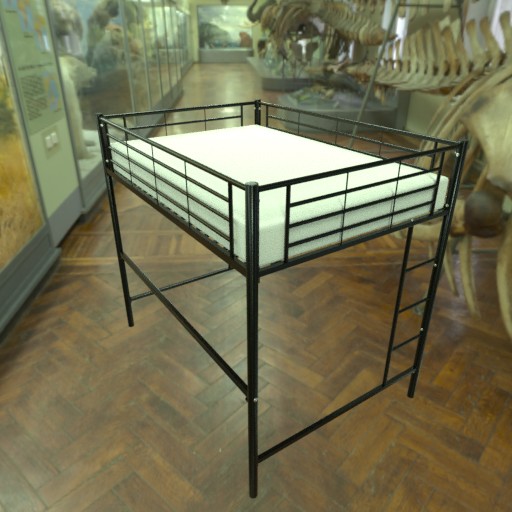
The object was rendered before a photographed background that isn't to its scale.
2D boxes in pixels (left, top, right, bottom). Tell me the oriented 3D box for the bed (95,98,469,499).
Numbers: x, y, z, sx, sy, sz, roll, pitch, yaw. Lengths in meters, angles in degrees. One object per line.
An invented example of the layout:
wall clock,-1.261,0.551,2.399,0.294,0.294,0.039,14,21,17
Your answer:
bed,0.000,0.000,3.127,1.397,1.803,1.994,-17,31,-30
